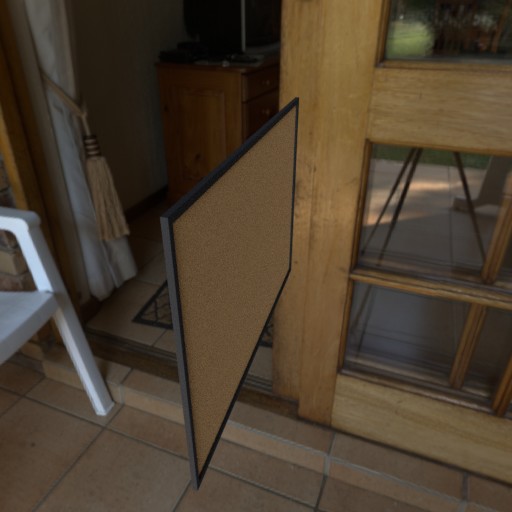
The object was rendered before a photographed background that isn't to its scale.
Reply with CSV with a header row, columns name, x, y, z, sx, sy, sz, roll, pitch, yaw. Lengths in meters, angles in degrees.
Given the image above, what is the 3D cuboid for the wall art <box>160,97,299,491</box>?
name,x,y,z,sx,sy,sz,roll,pitch,yaw
wall art,0.000,0.000,1.215,0.013,0.665,0.963,8,31,14
